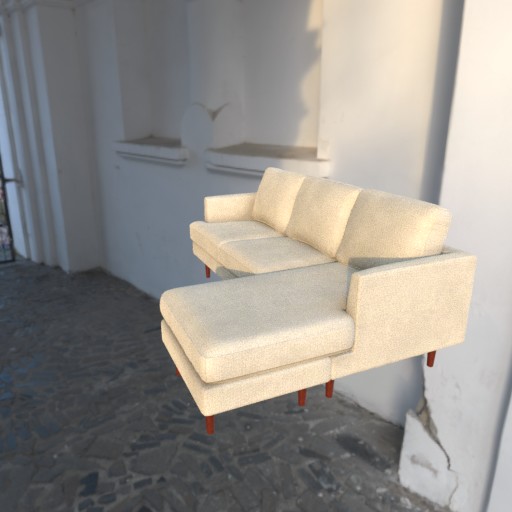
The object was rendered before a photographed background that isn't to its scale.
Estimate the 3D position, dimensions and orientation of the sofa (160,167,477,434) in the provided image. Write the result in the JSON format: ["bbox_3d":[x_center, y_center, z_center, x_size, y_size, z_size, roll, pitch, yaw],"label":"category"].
[{"bbox_3d":[0.000,0.000,3.008,1.504,0.956,2.233,-8,19,-24],"label":"sofa"}]
